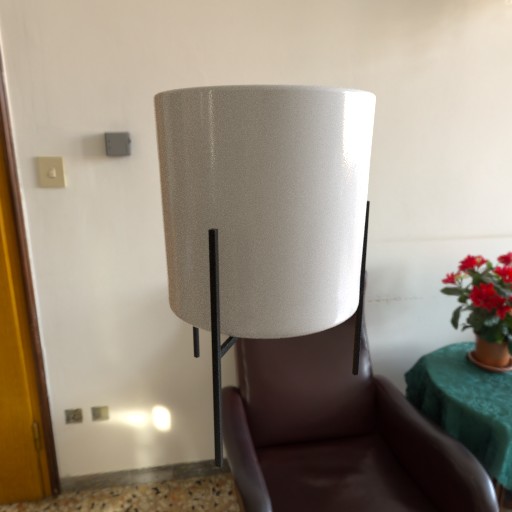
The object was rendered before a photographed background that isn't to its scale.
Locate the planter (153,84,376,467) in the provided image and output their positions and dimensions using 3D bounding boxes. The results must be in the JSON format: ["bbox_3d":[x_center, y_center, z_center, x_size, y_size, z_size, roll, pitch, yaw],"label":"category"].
[{"bbox_3d":[0.000,0.000,0.636,0.308,0.431,0.307,14,21,43],"label":"planter"}]
